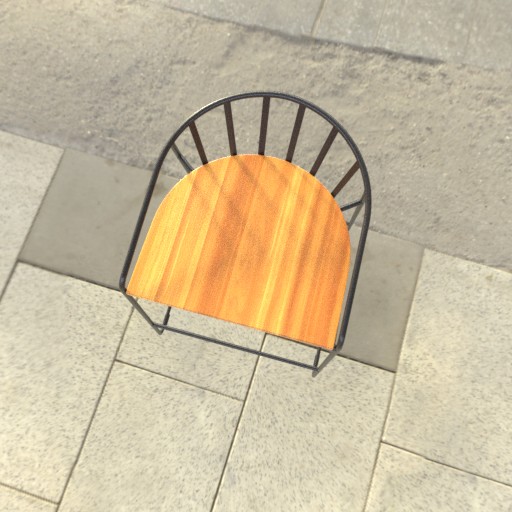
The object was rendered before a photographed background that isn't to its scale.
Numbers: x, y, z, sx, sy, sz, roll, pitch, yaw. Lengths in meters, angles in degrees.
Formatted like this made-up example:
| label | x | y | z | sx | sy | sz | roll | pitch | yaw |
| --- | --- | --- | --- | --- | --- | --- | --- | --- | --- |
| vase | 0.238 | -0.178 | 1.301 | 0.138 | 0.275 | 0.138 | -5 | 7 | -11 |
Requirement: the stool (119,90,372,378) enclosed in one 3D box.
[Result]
| label | x | y | z | sx | sy | sz | roll | pitch | yaw |
| --- | --- | --- | --- | --- | --- | --- | --- | --- | --- |
| stool | 0.000 | 0.000 | 1.173 | 0.546 | 0.812 | 0.521 | 15 | 77 | 4 |
